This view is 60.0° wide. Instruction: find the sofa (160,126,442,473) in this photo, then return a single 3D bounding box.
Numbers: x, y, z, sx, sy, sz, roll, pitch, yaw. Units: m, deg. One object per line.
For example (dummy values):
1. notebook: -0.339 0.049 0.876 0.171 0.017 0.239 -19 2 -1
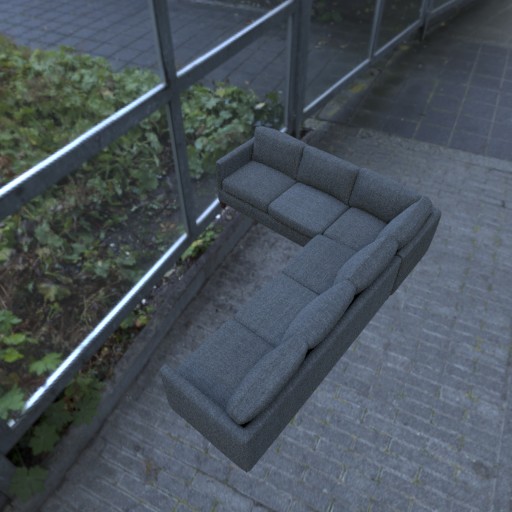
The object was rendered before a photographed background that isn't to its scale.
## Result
1. sofa: 0.000 0.000 4.669 2.593 0.947 3.302 31 53 27
